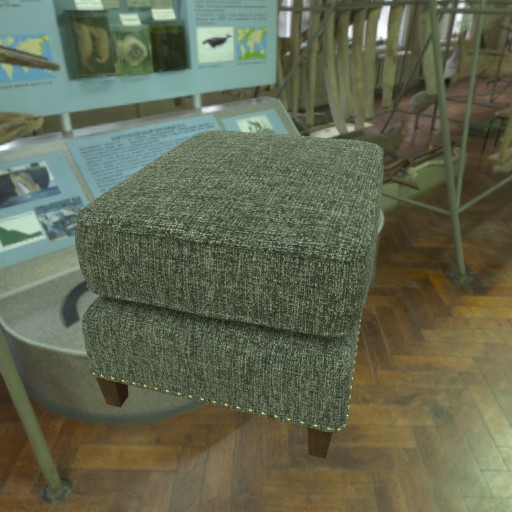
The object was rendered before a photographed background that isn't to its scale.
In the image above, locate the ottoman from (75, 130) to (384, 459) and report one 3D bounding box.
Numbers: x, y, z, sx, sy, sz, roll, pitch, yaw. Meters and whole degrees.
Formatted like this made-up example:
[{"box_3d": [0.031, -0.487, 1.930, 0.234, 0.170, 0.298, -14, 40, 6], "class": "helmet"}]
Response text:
[{"box_3d": [0.000, 0.000, 1.159, 0.589, 0.537, 0.738, 8, 31, 14], "class": "ottoman"}]
